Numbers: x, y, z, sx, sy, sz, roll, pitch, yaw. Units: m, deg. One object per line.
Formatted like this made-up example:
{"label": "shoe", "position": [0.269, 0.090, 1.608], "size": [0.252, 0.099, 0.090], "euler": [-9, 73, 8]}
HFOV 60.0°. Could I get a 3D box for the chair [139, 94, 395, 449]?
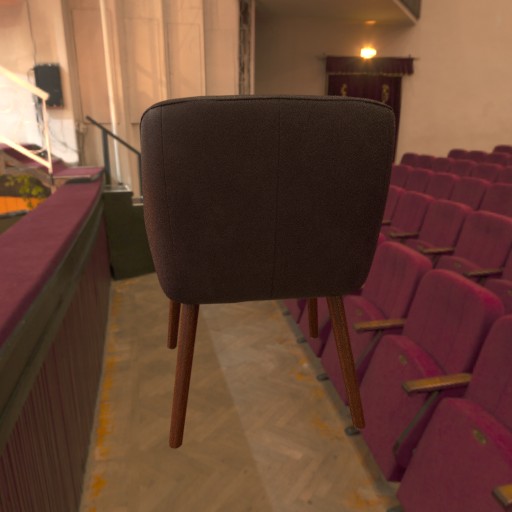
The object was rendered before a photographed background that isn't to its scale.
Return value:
{"label": "chair", "position": [0.000, 0.000, 1.252], "size": [0.610, 0.828, 0.610], "euler": [-3, 17, -8]}
